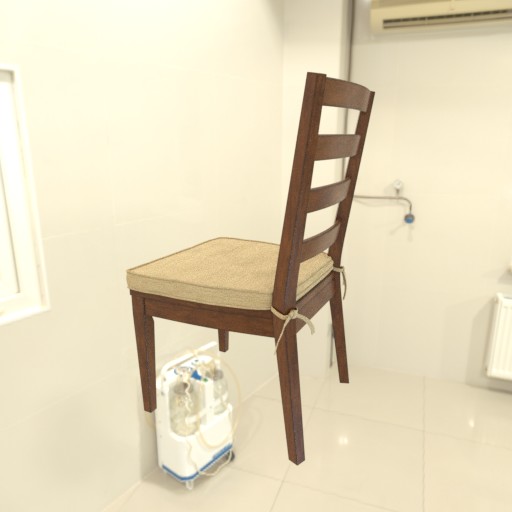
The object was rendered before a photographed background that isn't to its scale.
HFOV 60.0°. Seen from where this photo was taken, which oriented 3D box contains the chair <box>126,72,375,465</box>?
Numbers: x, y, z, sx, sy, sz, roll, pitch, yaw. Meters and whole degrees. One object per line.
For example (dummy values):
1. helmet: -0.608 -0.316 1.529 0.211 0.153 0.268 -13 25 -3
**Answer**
1. chair: 0.000 0.000 1.372 0.595 0.979 0.593 8 17 26
